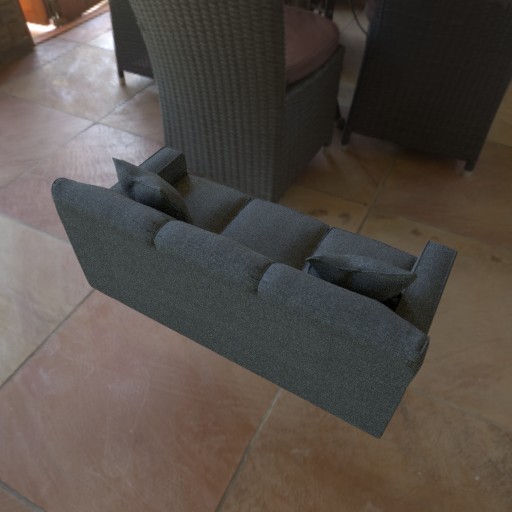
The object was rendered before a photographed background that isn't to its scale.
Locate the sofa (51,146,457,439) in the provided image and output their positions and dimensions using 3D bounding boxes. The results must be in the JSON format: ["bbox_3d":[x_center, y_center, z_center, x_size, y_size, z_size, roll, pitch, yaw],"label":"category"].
[{"bbox_3d":[0.000,0.000,2.593,2.024,0.958,0.997,23,51,20],"label":"sofa"}]
